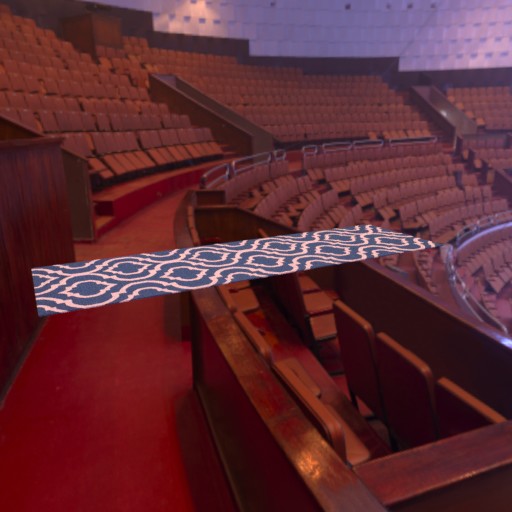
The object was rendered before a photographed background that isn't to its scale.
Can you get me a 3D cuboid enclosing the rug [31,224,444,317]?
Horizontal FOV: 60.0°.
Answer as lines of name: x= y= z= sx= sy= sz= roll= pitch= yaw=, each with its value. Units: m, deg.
rug: x=0.000 y=0.000 z=2.545 sx=2.296 sy=0.006 sz=0.685 roll=-9 pitch=18 yaw=-27
